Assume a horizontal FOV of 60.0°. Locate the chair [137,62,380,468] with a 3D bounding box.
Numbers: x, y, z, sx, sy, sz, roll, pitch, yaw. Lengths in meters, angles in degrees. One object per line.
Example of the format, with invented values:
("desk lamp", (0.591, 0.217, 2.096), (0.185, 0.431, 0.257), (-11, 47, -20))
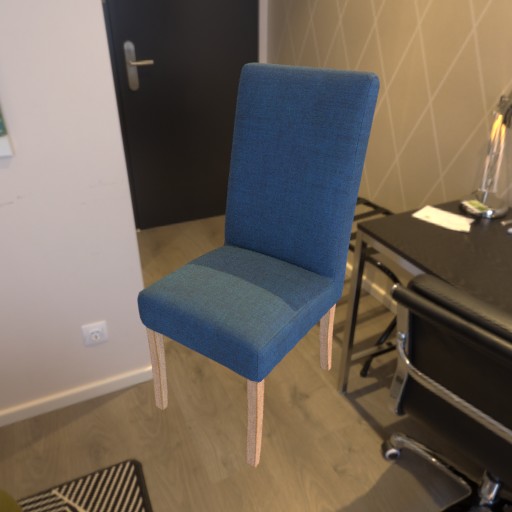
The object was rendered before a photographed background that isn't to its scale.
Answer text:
("chair", (0.000, 0.000, 1.368), (0.450, 1.029, 0.610), (19, 35, 29))
